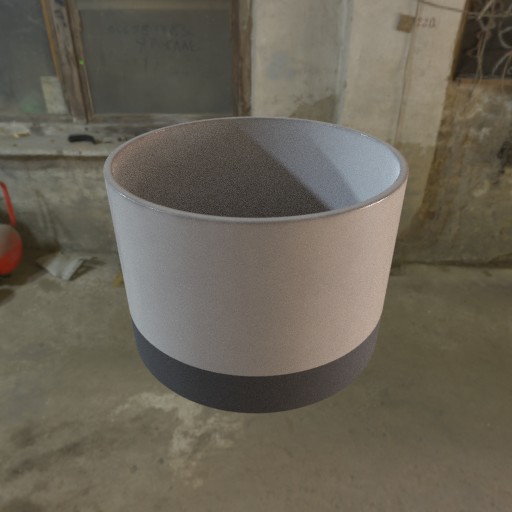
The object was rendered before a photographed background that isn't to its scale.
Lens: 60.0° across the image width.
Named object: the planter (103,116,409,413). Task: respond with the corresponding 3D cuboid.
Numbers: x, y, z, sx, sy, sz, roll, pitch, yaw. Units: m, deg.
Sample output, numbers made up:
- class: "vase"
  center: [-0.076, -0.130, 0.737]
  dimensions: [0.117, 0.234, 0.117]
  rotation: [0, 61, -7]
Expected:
- class: "planter"
  center: [0.000, 0.000, 0.221]
  dimensions: [0.128, 0.105, 0.128]
  rotation: [0, 32, 0]
